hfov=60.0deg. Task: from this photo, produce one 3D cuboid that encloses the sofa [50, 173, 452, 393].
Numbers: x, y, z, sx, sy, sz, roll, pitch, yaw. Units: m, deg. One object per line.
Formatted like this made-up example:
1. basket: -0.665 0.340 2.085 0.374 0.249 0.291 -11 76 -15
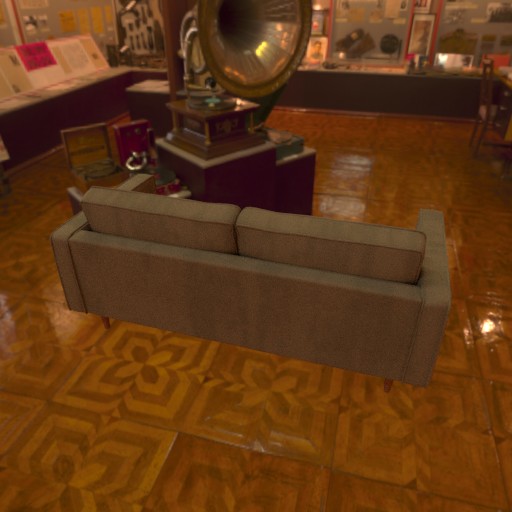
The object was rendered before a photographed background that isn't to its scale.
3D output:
1. sofa: 0.000 0.000 2.442 1.920 0.825 0.924 9 33 14
